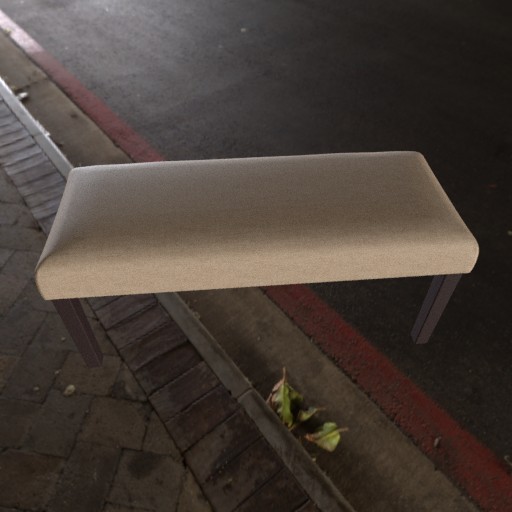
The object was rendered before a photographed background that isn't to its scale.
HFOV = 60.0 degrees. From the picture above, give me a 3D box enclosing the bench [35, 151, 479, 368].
[{"bbox_3d":[0.000,0.000,1.257,1.013,0.456,0.407,-3,46,-3],"label":"bench"}]
